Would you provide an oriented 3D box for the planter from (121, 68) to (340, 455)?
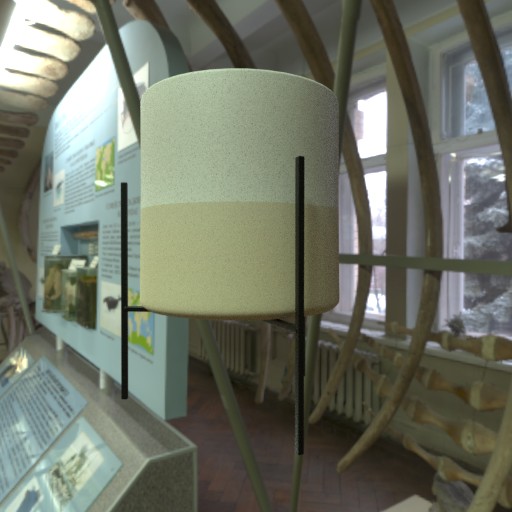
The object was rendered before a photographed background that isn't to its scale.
[{"bbox_3d":[0.000,0.000,0.537,0.263,0.362,0.267,0,1,-35],"label":"planter"}]
